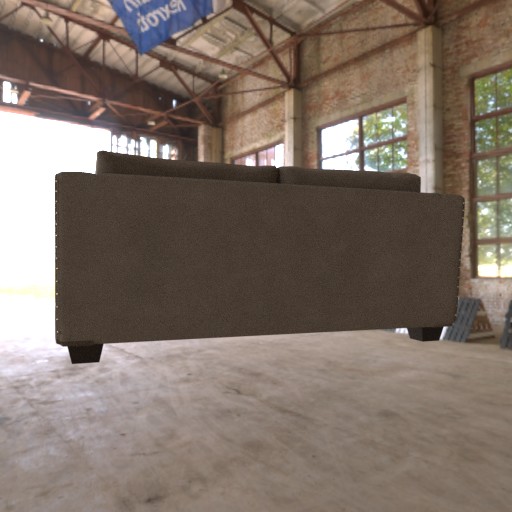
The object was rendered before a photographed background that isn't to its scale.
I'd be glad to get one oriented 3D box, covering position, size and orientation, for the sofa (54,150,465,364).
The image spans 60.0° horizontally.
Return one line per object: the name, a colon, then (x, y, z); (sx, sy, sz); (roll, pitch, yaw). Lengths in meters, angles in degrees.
sofa: (0.000, 0.000, 3.224); (2.550, 1.196, 1.336); (0, -1, -18)
